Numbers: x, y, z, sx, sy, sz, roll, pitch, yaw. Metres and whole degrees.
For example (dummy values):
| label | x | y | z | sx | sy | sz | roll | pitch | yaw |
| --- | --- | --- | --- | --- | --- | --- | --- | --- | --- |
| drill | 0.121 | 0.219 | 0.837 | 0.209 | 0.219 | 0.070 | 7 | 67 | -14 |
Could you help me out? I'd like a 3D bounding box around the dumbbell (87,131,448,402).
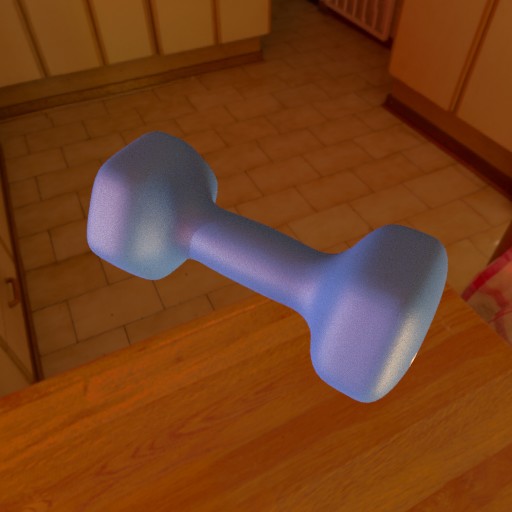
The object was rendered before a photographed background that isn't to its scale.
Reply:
| label | x | y | z | sx | sy | sz | roll | pitch | yaw |
| --- | --- | --- | --- | --- | --- | --- | --- | --- | --- |
| dumbbell | 0.000 | 0.000 | 0.272 | 0.212 | 0.093 | 0.103 | 26 | 53 | 22 |
